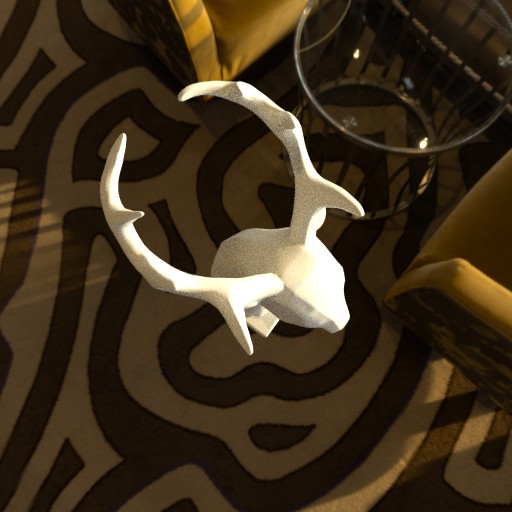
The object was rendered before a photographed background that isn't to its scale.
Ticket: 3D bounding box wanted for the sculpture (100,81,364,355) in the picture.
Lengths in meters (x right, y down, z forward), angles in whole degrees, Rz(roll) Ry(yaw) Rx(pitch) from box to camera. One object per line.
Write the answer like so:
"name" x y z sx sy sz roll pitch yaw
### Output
"sculpture" 0.000 0.000 0.451 0.224 0.329 0.174 36 79 8
